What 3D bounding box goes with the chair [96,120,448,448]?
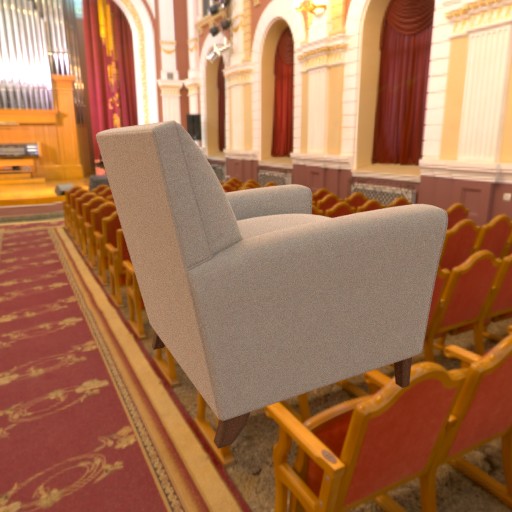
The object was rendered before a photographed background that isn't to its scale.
[{"bbox_3d":[0.000,0.000,1.521,0.871,0.846,0.840,-7,16,-27],"label":"chair"}]
